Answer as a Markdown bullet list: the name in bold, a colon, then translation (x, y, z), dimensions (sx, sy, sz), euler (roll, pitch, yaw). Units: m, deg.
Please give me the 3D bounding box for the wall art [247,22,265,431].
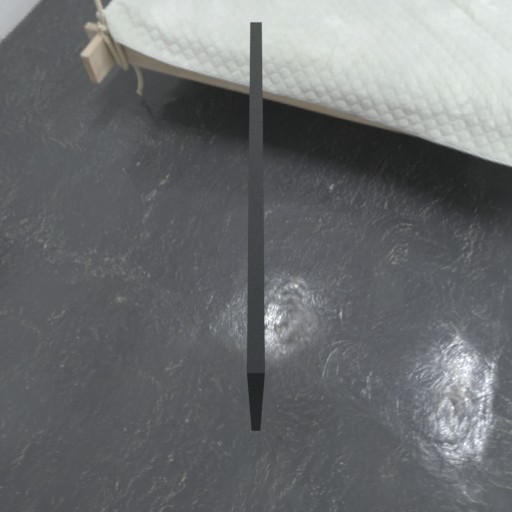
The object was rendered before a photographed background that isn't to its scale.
- **wall art**: translation (0.000, 0.000, 0.533), dimensions (0.012, 0.357, 0.358), euler (0, 63, 0)
